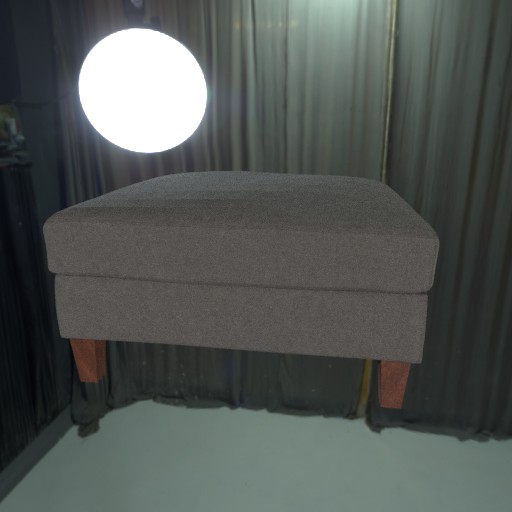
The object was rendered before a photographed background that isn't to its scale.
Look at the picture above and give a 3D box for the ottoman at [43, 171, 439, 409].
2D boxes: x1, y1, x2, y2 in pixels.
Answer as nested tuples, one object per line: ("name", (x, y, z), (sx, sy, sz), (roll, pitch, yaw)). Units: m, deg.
("ottoman", (0.000, 0.000, 1.389), (0.881, 0.482, 0.861), (2, 16, 8))
